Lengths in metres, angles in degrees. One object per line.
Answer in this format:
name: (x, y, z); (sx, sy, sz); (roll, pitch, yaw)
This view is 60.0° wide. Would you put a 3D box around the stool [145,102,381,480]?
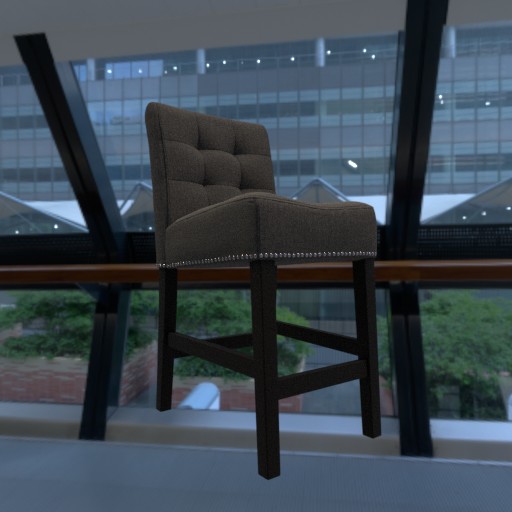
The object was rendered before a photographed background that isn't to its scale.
stool: (0.000, 0.000, 1.208); (0.427, 0.885, 0.571); (-1, 1, -37)
